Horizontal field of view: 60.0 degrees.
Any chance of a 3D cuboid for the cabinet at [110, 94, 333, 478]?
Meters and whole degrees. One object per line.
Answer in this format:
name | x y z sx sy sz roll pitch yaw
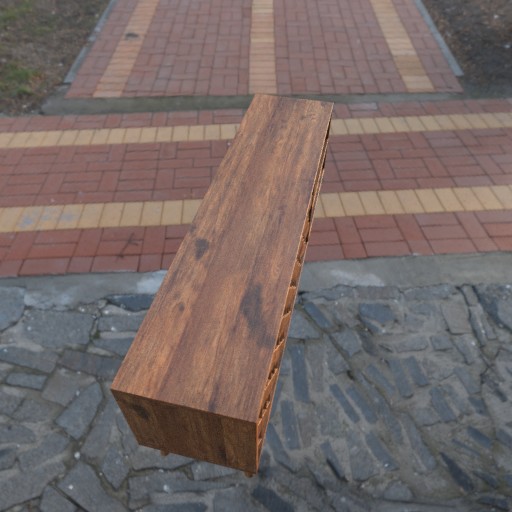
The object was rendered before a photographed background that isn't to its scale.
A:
cabinet | 0.000 0.000 1.667 0.349 0.528 1.448 10 48 9
